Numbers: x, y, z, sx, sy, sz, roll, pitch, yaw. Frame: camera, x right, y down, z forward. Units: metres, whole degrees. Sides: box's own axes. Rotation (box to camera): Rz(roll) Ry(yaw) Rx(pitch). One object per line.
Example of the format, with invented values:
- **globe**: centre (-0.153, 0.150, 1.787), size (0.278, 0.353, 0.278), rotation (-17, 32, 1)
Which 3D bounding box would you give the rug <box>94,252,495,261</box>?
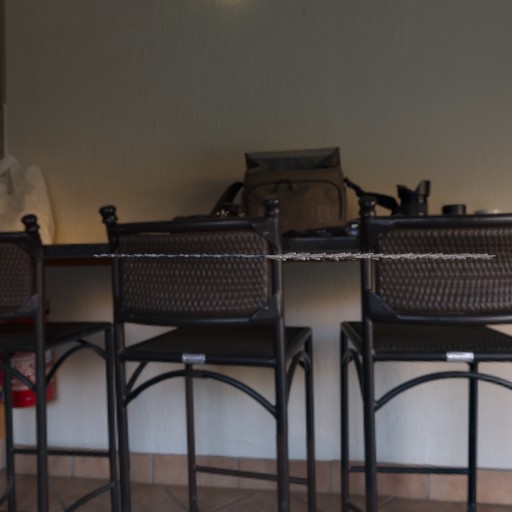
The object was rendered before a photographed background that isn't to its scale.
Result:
- **rug**: centre (0.000, 0.000, 2.365), size (1.181, 0.028, 1.936), rotation (0, 0, -35)
